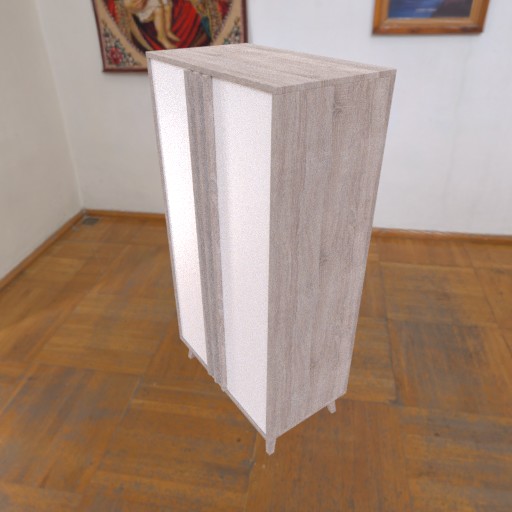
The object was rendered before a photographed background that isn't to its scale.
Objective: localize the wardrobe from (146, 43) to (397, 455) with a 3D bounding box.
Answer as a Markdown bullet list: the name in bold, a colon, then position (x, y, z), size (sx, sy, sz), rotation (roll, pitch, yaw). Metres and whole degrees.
- **wardrobe**: position (0.000, 0.000, 2.395), size (0.600, 1.960, 1.000), rotation (-21, 38, -30)
